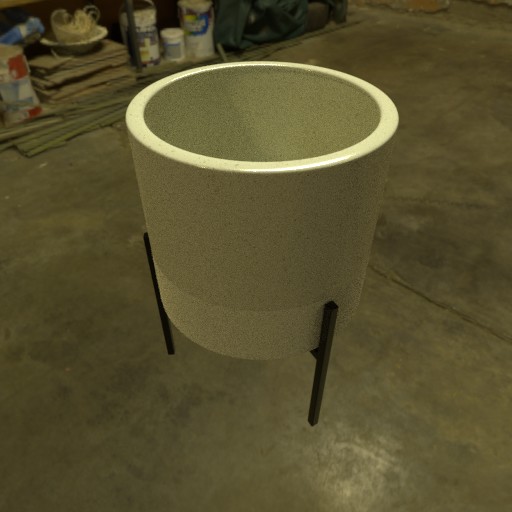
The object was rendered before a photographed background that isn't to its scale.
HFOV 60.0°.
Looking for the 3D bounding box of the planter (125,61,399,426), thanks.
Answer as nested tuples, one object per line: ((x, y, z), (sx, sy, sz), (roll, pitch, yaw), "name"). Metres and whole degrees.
((0.000, 0.000, 0.327), (0.159, 0.230, 0.152), (0, 41, 0), "planter")
